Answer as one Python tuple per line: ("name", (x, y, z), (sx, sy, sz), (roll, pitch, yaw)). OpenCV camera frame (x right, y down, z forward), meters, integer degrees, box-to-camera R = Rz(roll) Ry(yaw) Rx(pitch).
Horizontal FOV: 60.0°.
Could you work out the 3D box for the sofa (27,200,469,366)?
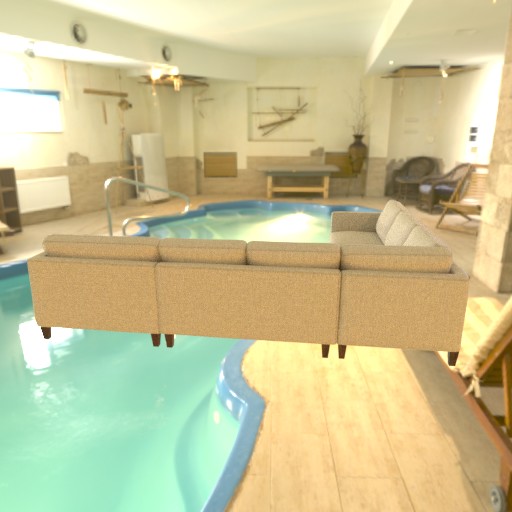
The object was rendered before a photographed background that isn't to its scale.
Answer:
("sofa", (0.000, 0.000, 4.560), (3.403, 0.889, 2.551), (2, 16, 8))
